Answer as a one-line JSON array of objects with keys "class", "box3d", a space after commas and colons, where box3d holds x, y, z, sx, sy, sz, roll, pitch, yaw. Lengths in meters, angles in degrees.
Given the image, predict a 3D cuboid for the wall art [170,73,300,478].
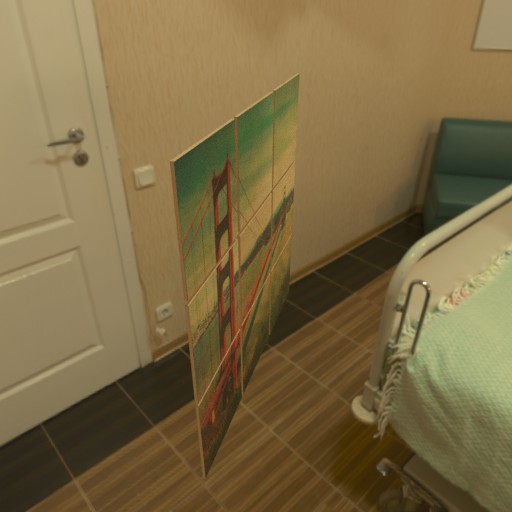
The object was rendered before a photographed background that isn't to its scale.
[{"class": "wall art", "box3d": [0.000, 0.000, 2.254, 0.014, 1.507, 1.519, 10, 33, 15]}]
